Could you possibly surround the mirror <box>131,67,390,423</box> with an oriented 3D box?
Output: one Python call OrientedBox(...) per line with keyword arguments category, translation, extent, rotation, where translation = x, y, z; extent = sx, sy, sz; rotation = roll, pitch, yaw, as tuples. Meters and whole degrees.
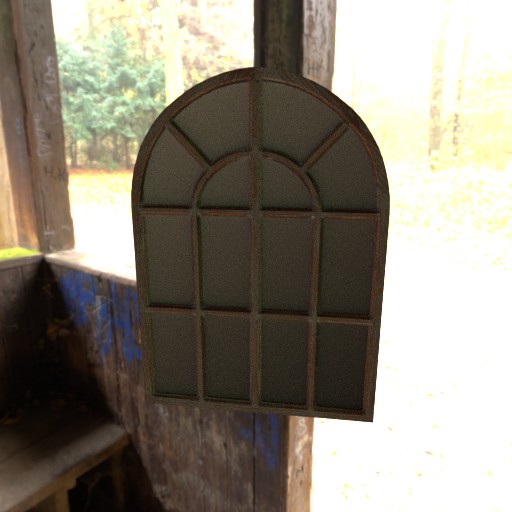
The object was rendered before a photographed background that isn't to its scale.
OrientedBox(category="mirror", translation=(0.000, 0.000, 1.165), extent=(0.660, 0.920, 0.032), rotation=(2, 15, 8))
